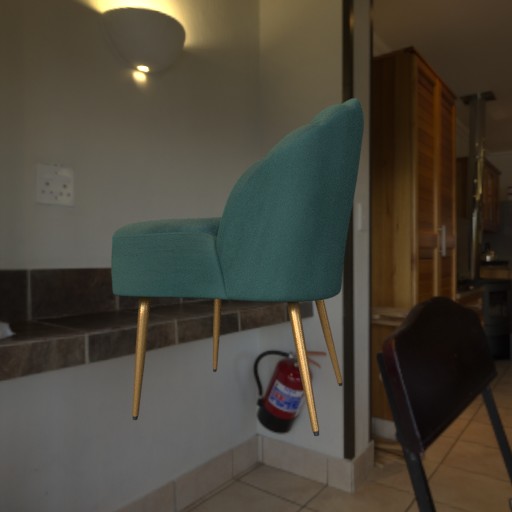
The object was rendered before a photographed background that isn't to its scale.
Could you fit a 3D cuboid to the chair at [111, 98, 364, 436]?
[{"bbox_3d":[0.000,0.000,1.272,0.599,0.819,0.657,0,0,18],"label":"chair"}]
